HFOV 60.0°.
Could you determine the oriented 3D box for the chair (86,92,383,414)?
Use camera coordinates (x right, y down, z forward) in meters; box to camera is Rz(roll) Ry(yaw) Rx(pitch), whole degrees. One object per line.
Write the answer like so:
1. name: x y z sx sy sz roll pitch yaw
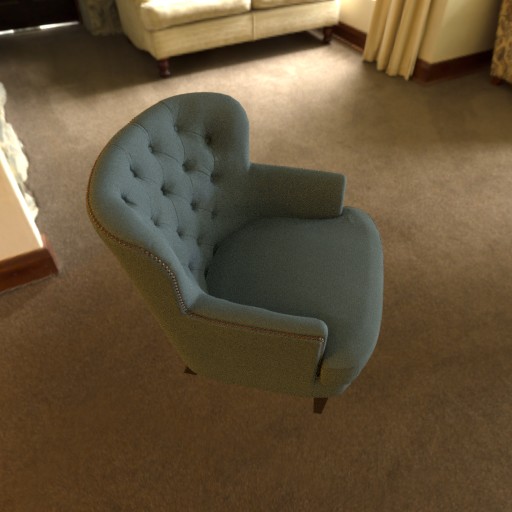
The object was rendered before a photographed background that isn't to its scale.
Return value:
1. chair: 0.000 0.000 1.579 0.906 0.868 0.848 9 45 9
